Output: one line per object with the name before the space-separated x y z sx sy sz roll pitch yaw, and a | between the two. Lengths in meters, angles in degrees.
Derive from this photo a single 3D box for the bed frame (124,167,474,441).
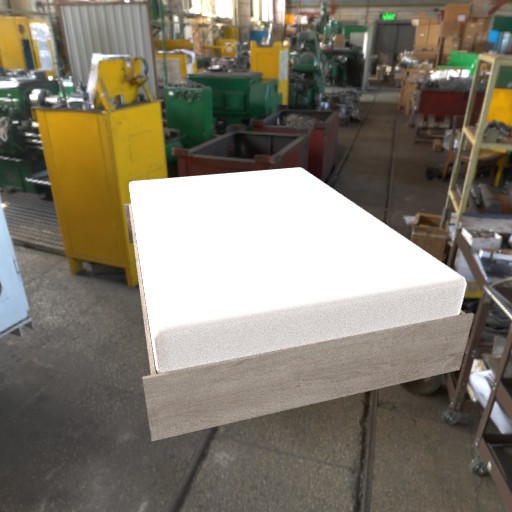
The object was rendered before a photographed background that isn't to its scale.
bed frame | 0.000 0.000 2.654 1.445 0.497 1.945 -8 27 -15
